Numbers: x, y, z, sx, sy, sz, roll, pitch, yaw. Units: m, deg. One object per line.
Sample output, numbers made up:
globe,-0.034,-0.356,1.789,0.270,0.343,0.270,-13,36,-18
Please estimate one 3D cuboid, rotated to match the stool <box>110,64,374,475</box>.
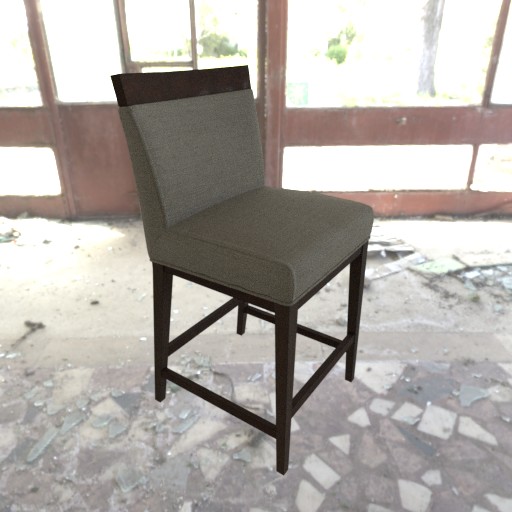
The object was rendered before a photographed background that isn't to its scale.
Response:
stool,0.000,0.000,1.308,0.531,1.009,0.512,17,31,31
